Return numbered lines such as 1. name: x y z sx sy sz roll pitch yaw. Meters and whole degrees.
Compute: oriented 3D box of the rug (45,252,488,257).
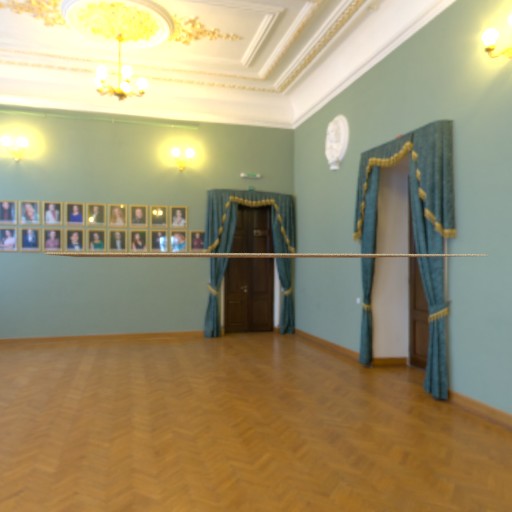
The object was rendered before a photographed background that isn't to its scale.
1. rug: 0.000 0.000 2.871 2.284 0.008 1.522 0 -1 -17
